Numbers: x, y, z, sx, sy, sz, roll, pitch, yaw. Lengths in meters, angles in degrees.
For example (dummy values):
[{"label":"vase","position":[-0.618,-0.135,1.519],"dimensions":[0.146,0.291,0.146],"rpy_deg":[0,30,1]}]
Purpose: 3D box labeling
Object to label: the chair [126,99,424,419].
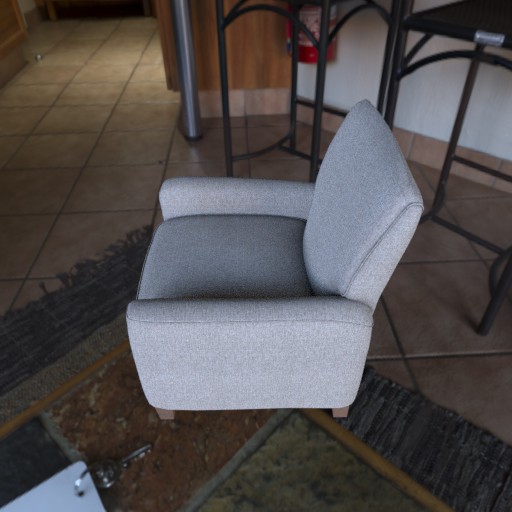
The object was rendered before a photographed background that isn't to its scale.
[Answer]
[{"label":"chair","position":[0.000,0.000,1.664],"dimensions":[0.864,1.014,0.848],"rpy_deg":[0,41,-1]}]
